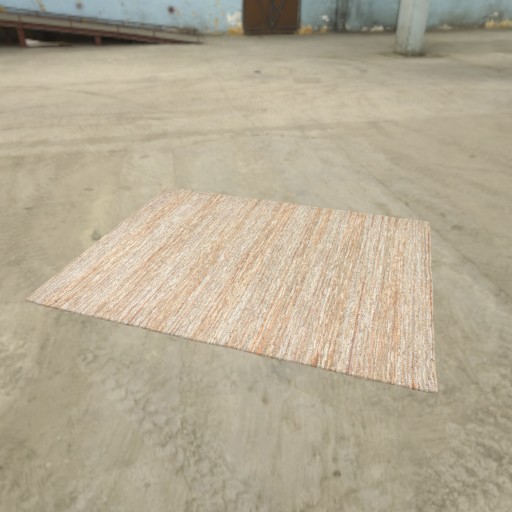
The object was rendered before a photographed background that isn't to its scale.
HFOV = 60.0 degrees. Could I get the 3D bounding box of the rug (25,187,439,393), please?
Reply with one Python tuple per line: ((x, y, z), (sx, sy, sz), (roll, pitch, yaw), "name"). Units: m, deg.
((0.000, 0.000, 3.864), (2.939, 0.009, 2.313), (9, 33, 15), "rug")
